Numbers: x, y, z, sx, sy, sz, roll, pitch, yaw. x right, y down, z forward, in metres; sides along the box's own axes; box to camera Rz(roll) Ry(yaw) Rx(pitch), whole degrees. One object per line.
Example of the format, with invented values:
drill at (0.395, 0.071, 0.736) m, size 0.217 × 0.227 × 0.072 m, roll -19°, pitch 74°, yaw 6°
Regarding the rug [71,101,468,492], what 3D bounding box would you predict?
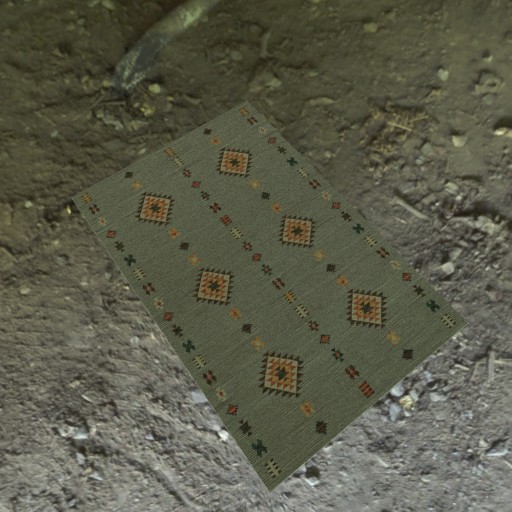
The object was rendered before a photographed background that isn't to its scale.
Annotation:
rug at (0.000, 0.000, 2.314) m, size 1.217 × 0.005 × 1.818 m, roll -34°, pitch 68°, yaw -15°
